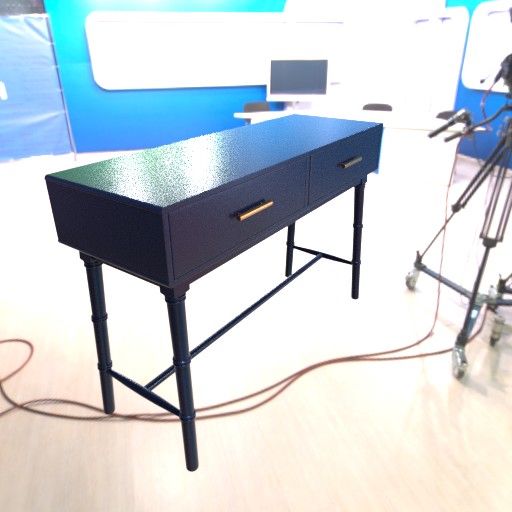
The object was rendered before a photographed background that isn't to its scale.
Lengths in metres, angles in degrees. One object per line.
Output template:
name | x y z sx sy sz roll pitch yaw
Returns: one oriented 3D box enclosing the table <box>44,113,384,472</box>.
table | 0.000 0.000 1.483 0.399 0.749 1.118 17 31 31
